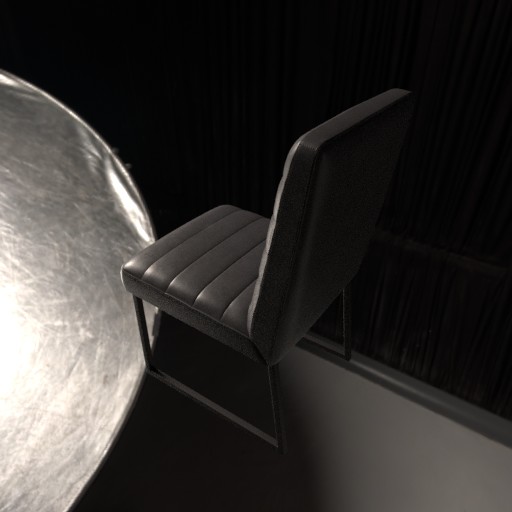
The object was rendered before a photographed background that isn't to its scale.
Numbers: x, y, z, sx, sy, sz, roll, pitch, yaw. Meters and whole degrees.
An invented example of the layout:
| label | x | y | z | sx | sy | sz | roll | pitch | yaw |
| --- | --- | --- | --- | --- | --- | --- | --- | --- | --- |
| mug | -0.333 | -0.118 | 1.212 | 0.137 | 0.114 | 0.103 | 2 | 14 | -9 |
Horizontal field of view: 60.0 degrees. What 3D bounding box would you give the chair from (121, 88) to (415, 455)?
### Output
| label | x | y | z | sx | sy | sz | roll | pitch | yaw |
| --- | --- | --- | --- | --- | --- | --- | --- | --- | --- |
| chair | 0.000 | 0.000 | 1.301 | 0.634 | 0.930 | 0.520 | 20 | 38 | 29 |
